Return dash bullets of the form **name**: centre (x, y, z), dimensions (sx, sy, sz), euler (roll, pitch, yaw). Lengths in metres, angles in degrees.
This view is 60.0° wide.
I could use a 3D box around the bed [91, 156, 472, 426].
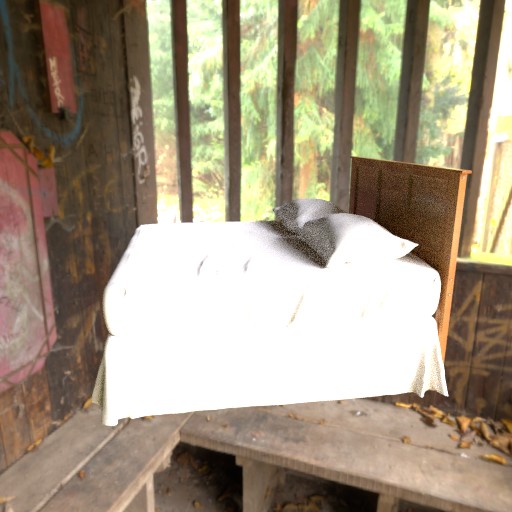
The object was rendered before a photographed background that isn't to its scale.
- **bed**: centre (0.000, 0.000, 3.087), dimensions (2.035, 1.273, 1.870), euler (-2, 15, -8)
